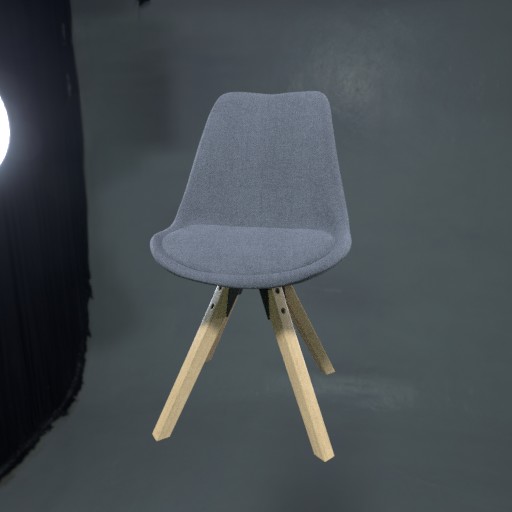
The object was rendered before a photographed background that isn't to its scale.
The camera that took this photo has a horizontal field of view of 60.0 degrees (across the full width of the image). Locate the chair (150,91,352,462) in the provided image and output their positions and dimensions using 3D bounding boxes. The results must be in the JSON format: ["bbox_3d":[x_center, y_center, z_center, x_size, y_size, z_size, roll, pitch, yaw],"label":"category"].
[{"bbox_3d":[0.000,0.000,1.171,0.485,0.850,0.550,3,17,10],"label":"chair"}]
